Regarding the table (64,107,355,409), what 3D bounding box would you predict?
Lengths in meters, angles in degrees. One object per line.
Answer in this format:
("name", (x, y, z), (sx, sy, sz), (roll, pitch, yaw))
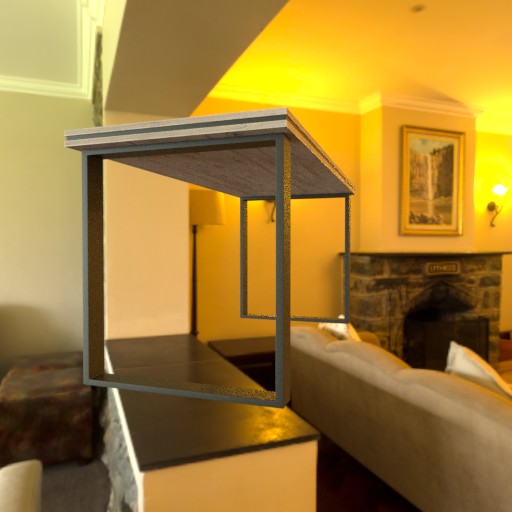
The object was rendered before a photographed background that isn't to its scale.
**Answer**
("table", (0.000, 0.000, 2.255), (0.795, 0.899, 1.778), (0, 1, 19))
